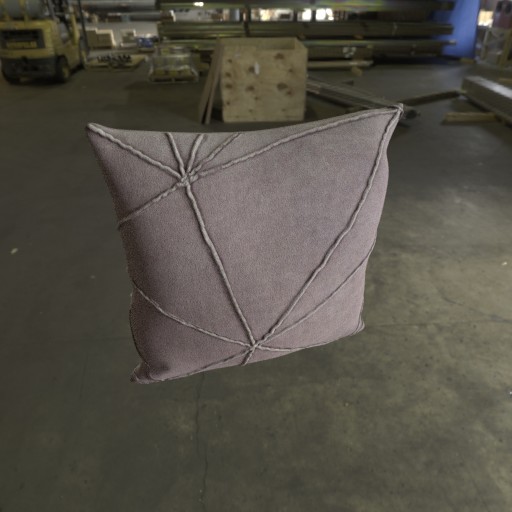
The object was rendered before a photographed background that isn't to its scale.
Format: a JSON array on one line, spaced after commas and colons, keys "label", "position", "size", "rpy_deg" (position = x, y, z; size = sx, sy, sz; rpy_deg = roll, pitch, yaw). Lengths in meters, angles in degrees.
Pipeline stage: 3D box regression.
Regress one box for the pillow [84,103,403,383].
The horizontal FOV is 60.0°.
[{"label": "pillow", "position": [0.000, 0.000, 0.682], "size": [0.439, 0.440, 0.185], "rpy_deg": [-9, 34, -14]}]
